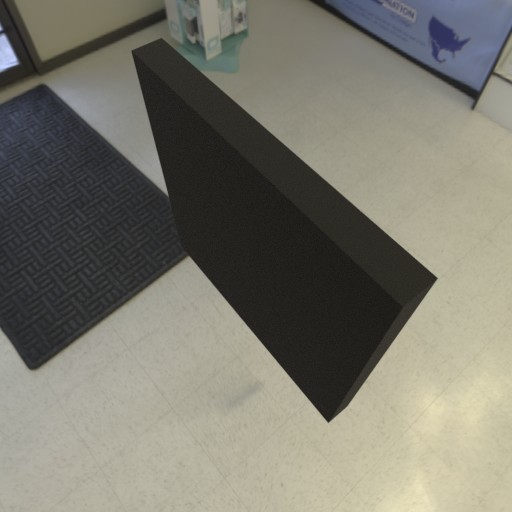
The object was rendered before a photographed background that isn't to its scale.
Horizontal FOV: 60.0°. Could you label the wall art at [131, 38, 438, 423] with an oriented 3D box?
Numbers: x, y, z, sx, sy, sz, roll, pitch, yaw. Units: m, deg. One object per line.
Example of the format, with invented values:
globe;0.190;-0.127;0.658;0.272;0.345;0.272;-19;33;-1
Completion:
wall art;0.000;0.000;0.449;0.030;0.305;0.308;-34;64;-19
